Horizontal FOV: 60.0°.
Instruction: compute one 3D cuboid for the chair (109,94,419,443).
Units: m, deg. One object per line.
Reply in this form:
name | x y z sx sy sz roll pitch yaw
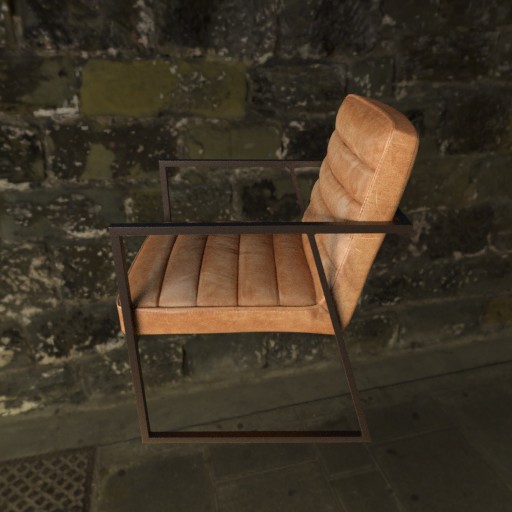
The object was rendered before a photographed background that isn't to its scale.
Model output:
chair | 0.000 0.000 1.254 0.677 0.832 0.571 0 26 0
